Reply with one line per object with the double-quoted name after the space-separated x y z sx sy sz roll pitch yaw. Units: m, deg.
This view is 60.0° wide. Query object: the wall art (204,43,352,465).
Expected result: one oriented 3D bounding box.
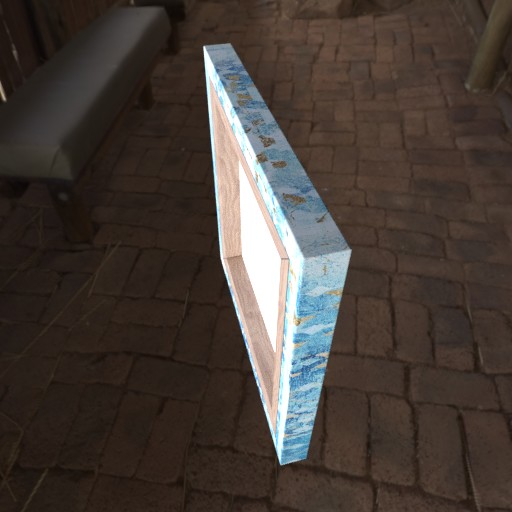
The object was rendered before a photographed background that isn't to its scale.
0.000 0.000 0.598 0.037 0.405 0.405 -11 47 -10 "wall art"
